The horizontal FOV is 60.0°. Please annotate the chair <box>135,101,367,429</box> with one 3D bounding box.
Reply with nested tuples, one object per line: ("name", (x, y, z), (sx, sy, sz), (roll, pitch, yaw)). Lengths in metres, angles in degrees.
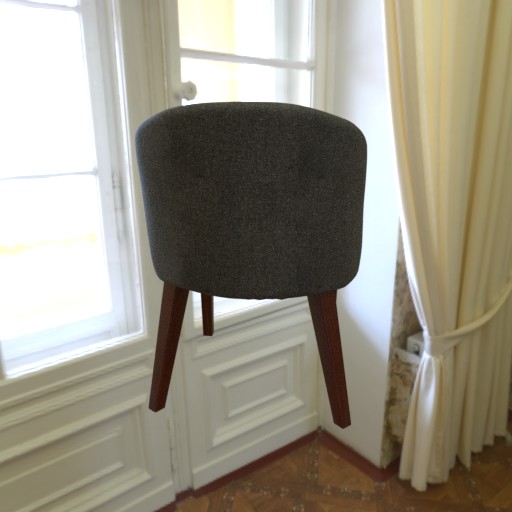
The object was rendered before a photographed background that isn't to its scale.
("chair", (0.000, 0.000, 1.270), (0.583, 0.811, 0.655), (2, 17, 8))
